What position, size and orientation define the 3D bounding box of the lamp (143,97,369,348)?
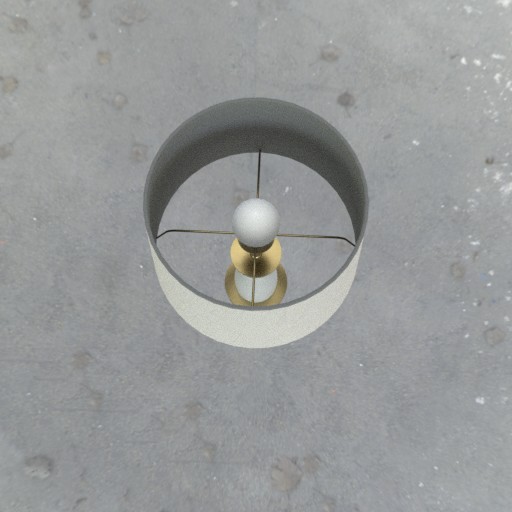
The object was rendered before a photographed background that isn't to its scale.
[{"bbox_3d":[0.000,0.000,0.744,0.309,0.545,0.309,0,77,0],"label":"lamp"}]
